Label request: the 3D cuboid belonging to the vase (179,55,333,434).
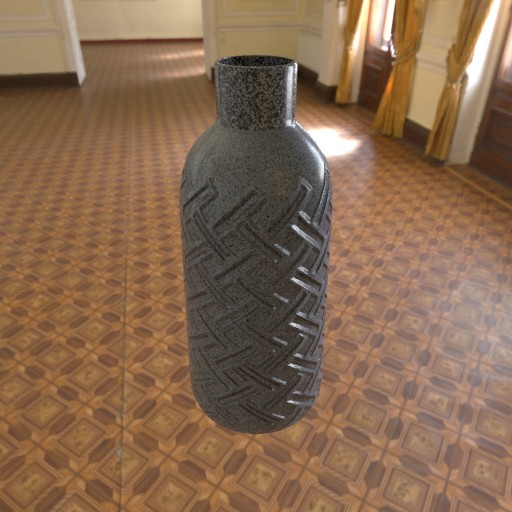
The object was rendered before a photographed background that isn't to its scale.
[{"bbox_3d":[0.000,0.000,0.346,0.122,0.282,0.122,0,32,0],"label":"vase"}]
